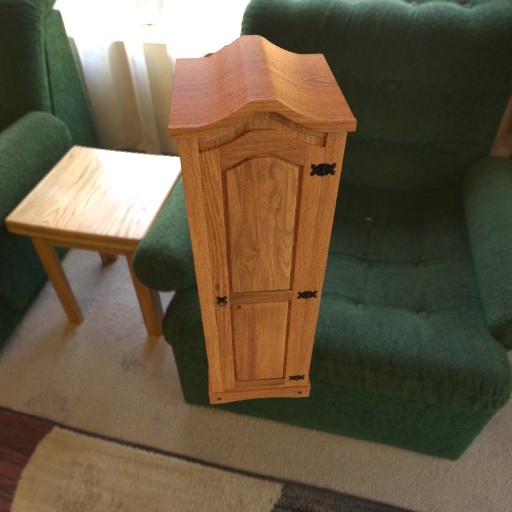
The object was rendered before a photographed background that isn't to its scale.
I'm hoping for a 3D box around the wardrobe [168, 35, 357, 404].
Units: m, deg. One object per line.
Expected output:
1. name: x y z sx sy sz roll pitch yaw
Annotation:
1. wardrobe: 0.000 0.000 2.180 0.590 1.870 0.570 -3 45 -3
